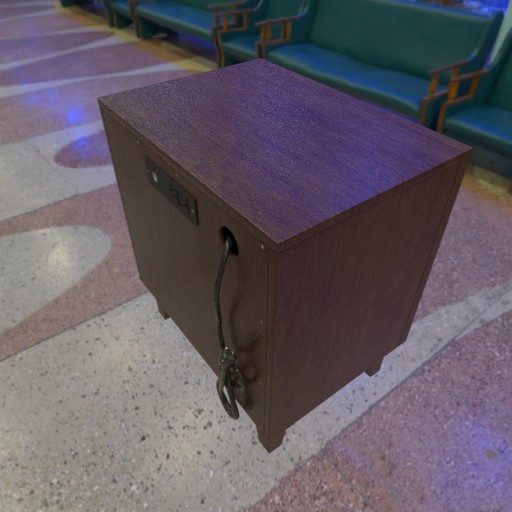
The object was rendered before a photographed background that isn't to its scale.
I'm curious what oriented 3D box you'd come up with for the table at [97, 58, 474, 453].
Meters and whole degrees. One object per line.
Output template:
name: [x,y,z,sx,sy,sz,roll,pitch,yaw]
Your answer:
table: [0.000,0.000,0.970,0.449,0.609,0.557,-26,47,-27]
